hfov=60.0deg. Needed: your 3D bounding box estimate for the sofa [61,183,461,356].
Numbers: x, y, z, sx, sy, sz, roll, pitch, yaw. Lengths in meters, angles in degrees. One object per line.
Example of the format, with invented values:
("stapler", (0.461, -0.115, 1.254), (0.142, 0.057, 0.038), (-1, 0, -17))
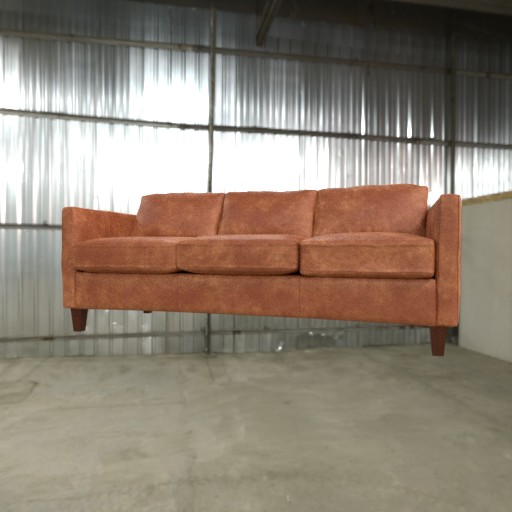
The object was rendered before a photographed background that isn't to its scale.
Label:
("sofa", (0.000, 0.000, 3.009), (2.464, 1.006, 1.045), (0, 1, 17))
